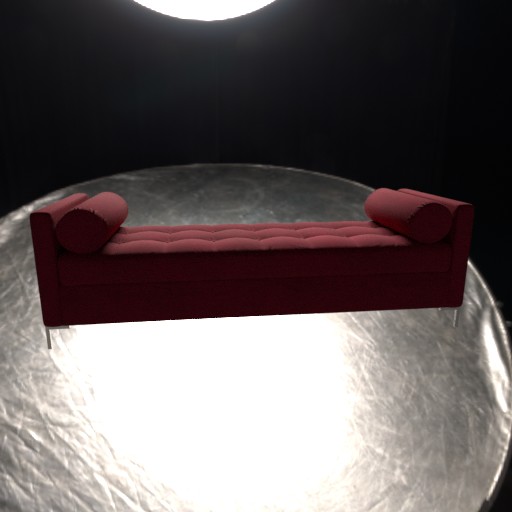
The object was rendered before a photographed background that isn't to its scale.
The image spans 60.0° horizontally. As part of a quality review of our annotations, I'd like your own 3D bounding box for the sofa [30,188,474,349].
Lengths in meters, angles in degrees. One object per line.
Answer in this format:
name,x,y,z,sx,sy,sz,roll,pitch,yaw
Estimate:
sofa,0.000,0.000,2.346,1.981,0.635,0.686,-2,15,-7
